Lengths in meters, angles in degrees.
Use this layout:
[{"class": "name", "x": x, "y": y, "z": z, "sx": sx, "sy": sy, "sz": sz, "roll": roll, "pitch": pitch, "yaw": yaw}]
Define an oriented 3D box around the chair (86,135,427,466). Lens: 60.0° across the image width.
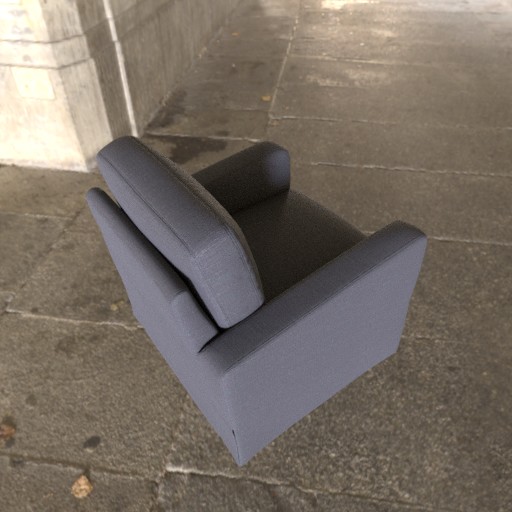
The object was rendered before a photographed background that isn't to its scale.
[{"class": "chair", "x": 0.000, "y": 0.000, "z": 1.515, "sx": 0.863, "sy": 0.855, "sz": 0.798, "roll": -26, "pitch": 48, "yaw": -26}]
